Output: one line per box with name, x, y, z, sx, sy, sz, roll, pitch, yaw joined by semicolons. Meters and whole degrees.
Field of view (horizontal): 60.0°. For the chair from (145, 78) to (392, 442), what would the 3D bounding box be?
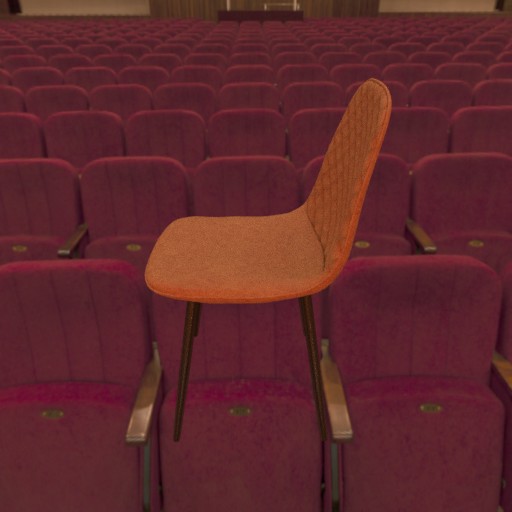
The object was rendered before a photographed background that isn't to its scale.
chair;0.000;0.000;1.197;0.561;0.889;0.472;0;28;0
